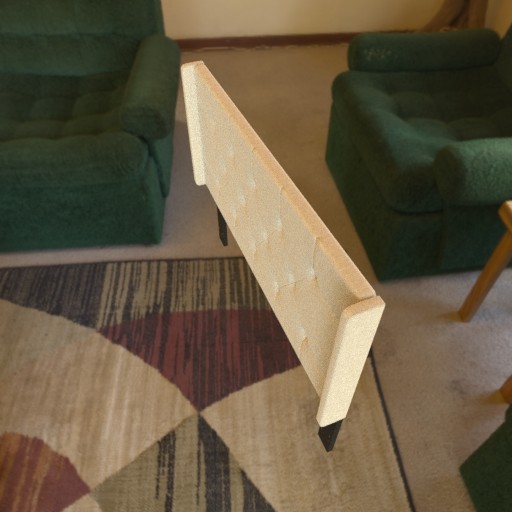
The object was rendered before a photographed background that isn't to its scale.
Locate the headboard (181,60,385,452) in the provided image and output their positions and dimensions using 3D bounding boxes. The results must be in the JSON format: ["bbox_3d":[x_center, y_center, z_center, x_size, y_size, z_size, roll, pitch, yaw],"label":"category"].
[{"bbox_3d":[0.000,0.000,2.678,0.184,1.524,2.051,-17,49,-15],"label":"headboard"}]
